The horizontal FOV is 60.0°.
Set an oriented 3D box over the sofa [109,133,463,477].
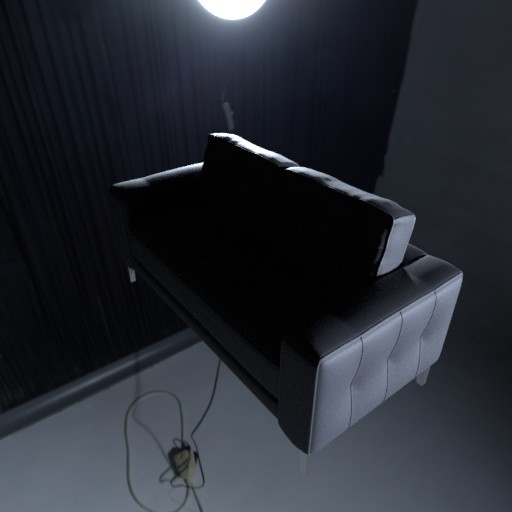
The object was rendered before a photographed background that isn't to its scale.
[{"bbox_3d":[0.000,0.000,2.220,0.833,0.893,1.726,-22,38,-31],"label":"sofa"}]
